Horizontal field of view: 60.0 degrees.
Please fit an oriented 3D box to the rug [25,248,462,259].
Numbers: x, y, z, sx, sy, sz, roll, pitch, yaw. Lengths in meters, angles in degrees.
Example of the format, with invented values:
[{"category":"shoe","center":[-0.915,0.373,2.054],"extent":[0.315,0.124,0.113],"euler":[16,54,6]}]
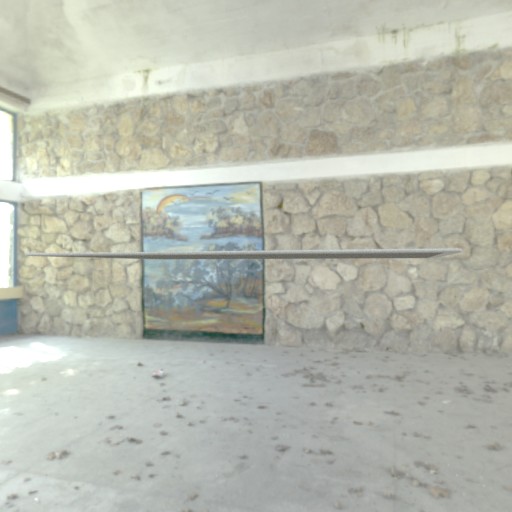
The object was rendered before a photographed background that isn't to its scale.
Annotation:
[{"category":"rug","center":[0.000,0.000,2.317],"extent":[1.829,0.013,1.219],"euler":[0,-1,18]}]
